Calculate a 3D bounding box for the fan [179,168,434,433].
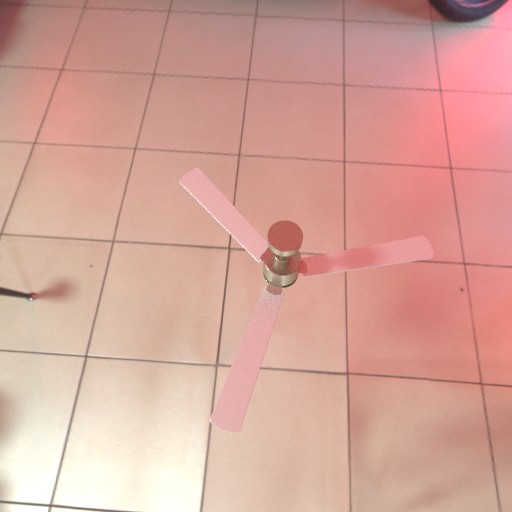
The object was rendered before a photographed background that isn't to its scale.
[{"bbox_3d":[0.000,0.000,2.342,1.531,0.446,1.561,34,69,15],"label":"fan"}]
